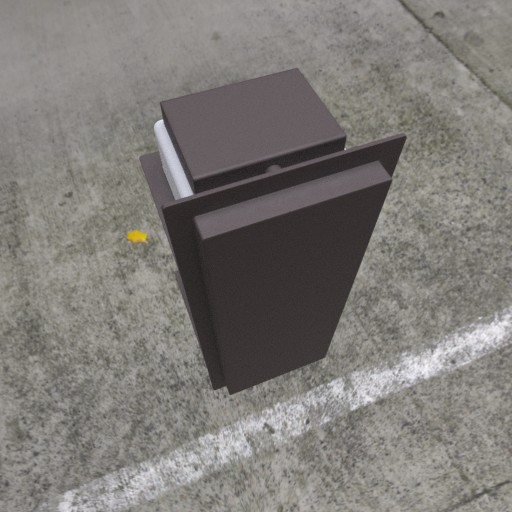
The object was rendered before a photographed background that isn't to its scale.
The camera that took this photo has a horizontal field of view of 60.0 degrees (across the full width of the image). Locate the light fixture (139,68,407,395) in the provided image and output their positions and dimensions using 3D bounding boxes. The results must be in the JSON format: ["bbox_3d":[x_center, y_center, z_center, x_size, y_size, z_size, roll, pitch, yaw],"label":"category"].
[{"bbox_3d":[0.000,0.000,0.427,0.153,0.347,0.146,-18,59,-11],"label":"light fixture"}]
